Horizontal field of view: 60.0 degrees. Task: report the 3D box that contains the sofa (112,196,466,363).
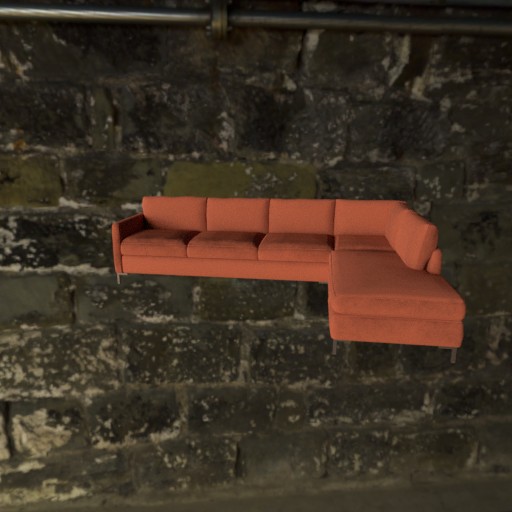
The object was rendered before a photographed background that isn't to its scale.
[{"bbox_3d":[0.000,0.000,3.610,2.736,0.757,1.879,2,15,8],"label":"sofa"}]
